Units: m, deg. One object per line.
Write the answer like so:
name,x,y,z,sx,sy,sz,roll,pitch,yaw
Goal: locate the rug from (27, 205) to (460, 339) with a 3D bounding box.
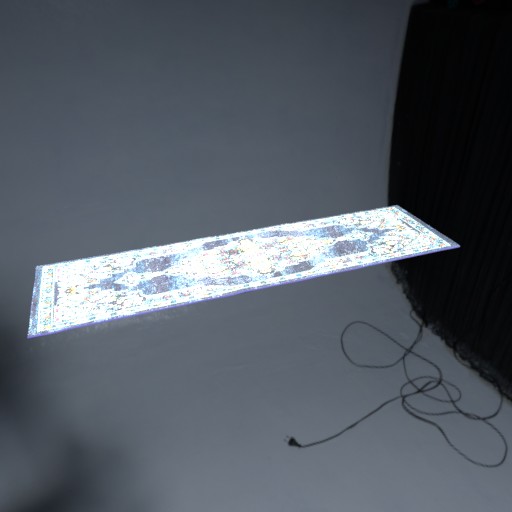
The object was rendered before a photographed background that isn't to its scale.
rug,0.000,0.000,2.450,2.283,0.016,0.602,-11,33,-17
